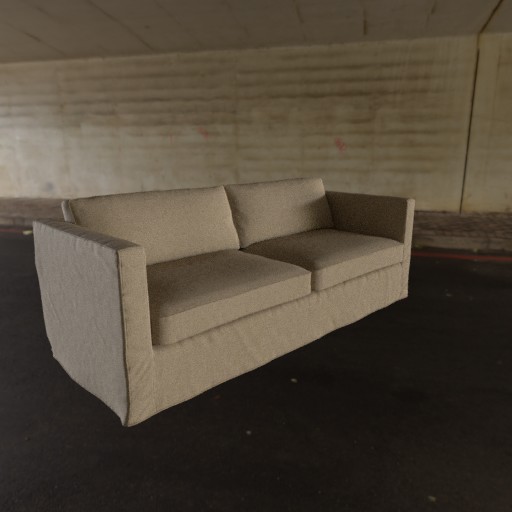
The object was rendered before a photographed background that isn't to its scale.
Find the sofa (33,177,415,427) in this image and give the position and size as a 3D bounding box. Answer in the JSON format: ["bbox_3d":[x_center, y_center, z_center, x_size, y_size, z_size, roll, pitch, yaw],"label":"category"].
[{"bbox_3d":[0.000,0.000,2.736,2.296,0.847,0.956,-13,19,-42],"label":"sofa"}]
